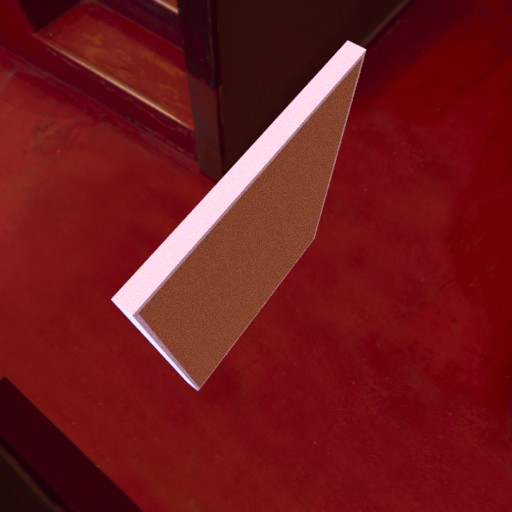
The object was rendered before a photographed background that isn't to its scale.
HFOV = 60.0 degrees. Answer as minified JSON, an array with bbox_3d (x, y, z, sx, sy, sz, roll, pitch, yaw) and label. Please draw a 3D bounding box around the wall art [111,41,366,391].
[{"bbox_3d":[0.000,0.000,0.755,0.030,0.549,0.443,34,70,14],"label":"wall art"}]
